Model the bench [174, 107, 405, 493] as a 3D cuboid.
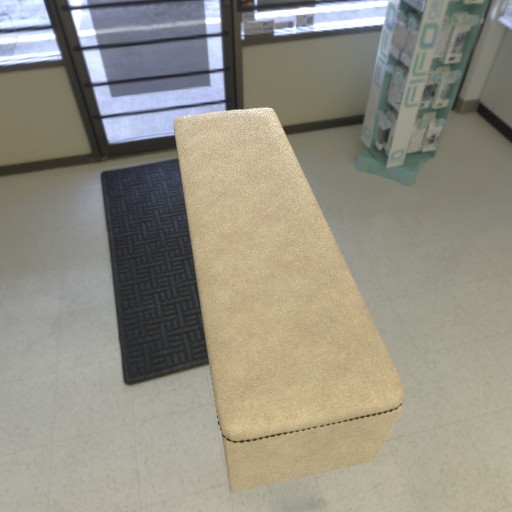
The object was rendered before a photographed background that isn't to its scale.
[{"bbox_3d":[0.000,0.000,1.682,0.470,0.447,1.482,-9,47,-8],"label":"bench"}]
